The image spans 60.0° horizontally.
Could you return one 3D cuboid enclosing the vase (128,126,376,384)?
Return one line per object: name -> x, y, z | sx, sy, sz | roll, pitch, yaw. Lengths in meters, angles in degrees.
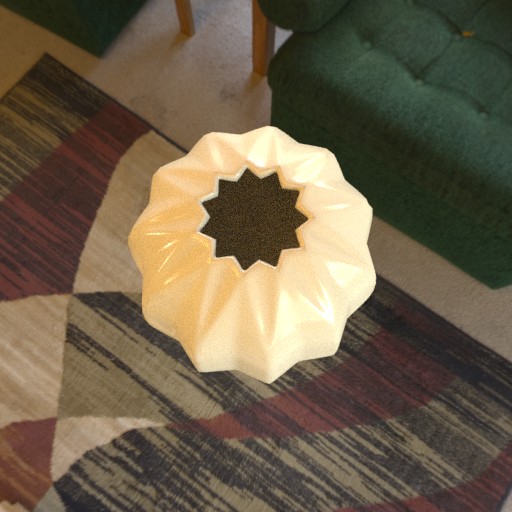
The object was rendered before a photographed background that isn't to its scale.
vase -> 0.000, 0.000, 0.249 | 0.139, 0.134, 0.139 | 0, 75, 0
